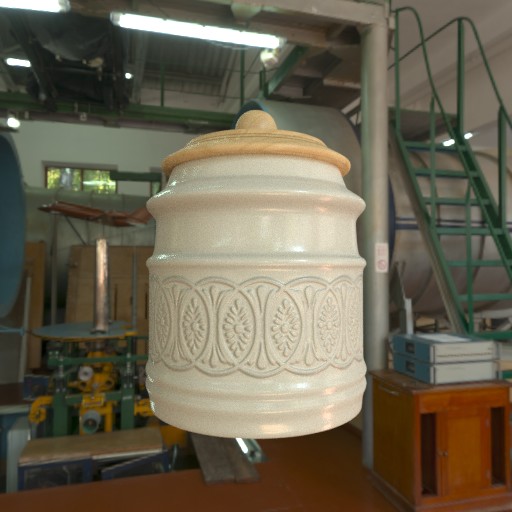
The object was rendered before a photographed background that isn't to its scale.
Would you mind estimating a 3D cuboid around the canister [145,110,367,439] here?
[{"bbox_3d":[0.000,0.000,0.269,0.130,0.176,0.130,0,-1,0],"label":"canister"}]
